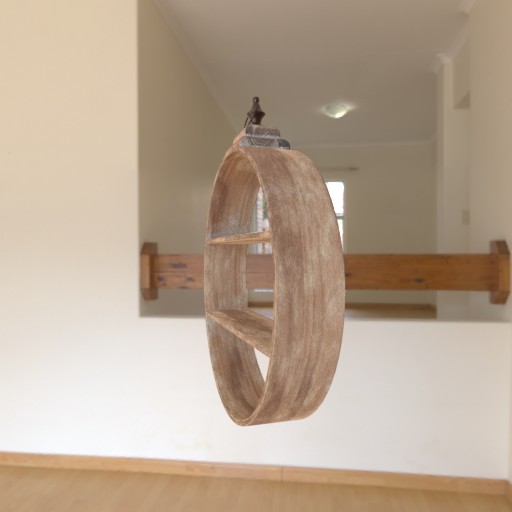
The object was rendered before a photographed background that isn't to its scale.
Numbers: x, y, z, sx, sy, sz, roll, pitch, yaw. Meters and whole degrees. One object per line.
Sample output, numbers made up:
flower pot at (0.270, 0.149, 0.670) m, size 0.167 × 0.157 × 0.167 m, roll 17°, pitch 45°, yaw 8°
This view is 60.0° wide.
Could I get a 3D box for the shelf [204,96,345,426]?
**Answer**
shelf at (0.000, 0.000, 1.011) m, size 0.125 × 0.725 × 0.601 m, roll 0°, pitch 0°, yaw -18°
